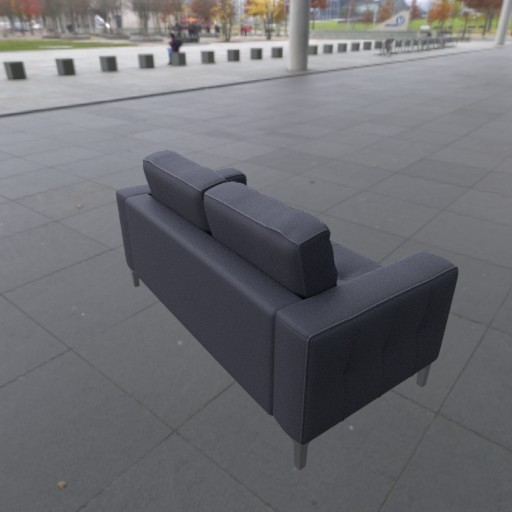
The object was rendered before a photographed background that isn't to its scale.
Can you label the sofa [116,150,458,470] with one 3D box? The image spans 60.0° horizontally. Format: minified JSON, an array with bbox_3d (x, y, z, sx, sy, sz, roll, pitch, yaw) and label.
[{"bbox_3d":[0.000,0.000,2.254,0.833,0.893,1.726,-18,33,-31],"label":"sofa"}]
